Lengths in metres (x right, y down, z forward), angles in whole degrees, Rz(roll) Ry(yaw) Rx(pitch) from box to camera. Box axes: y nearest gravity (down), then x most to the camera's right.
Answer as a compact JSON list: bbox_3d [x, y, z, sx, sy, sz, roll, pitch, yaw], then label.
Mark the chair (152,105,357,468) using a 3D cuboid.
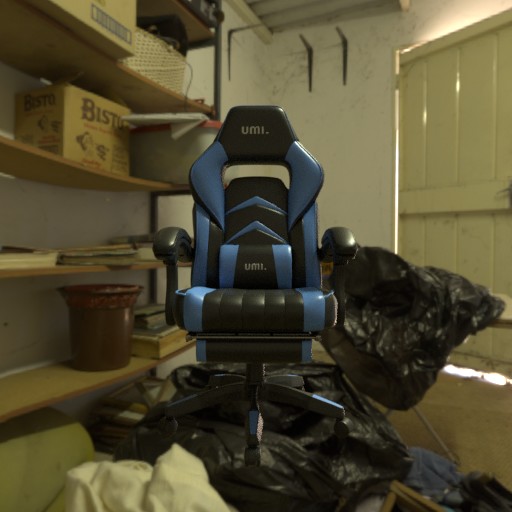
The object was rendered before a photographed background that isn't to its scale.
[{"bbox_3d":[0.000,0.000,1.667,0.700,1.280,0.700,0,2,1],"label":"chair"}]
